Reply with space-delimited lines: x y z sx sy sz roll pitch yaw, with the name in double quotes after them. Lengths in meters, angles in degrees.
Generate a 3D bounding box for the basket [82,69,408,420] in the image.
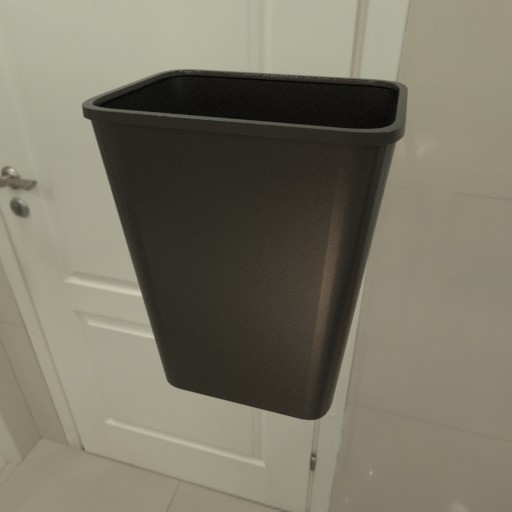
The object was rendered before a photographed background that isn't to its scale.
0.000 0.000 0.736 0.394 0.521 0.287 9 33 14 "basket"
